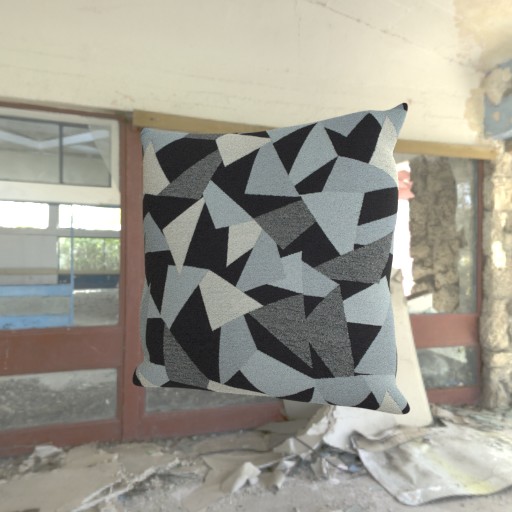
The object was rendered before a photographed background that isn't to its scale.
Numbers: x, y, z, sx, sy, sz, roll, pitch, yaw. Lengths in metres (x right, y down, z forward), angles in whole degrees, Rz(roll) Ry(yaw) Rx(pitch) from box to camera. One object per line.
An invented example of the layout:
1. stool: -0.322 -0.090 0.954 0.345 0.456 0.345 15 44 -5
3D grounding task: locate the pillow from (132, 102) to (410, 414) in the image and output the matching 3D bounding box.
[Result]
1. pillow: 0.000 0.000 0.768 0.503 0.496 0.208 0 -1 19
